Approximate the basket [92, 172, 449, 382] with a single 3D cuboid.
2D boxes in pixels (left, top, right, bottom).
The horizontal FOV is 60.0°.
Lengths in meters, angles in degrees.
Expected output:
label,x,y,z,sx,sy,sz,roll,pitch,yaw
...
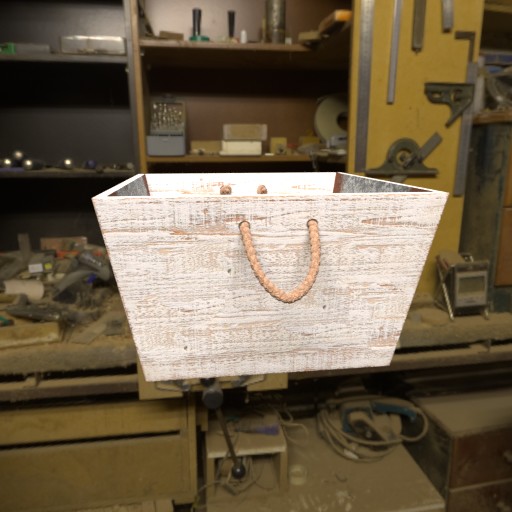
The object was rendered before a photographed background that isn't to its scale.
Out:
label,x,y,z,sx,sy,sz,roll,pitch,yaw
basket,0.000,0.000,0.733,0.413,0.247,0.545,-2,14,-7
